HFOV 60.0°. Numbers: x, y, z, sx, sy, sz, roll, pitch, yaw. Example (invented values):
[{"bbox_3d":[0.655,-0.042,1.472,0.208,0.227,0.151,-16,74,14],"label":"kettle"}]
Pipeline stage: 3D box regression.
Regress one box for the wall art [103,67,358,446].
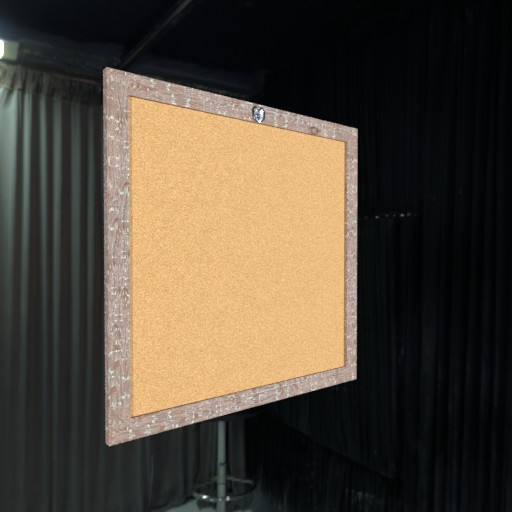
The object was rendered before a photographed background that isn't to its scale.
[{"bbox_3d":[0.000,0.000,0.568,0.384,0.384,0.012,-1,1,-37],"label":"wall art"}]
